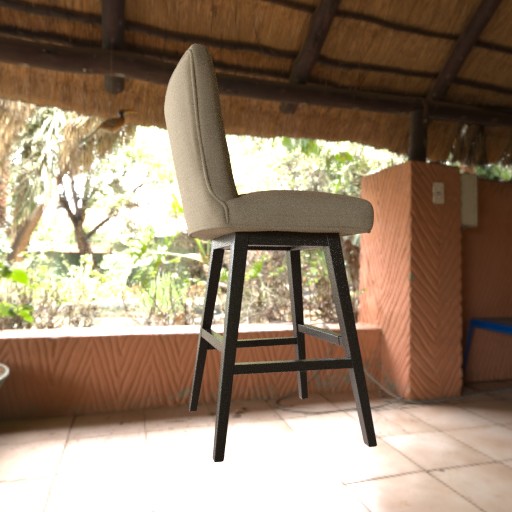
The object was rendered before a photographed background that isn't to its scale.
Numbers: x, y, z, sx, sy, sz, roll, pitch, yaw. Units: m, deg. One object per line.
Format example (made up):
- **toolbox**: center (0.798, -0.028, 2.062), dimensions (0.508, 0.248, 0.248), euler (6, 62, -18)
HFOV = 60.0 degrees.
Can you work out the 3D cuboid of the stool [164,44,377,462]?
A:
- **stool**: center (0.000, 0.000, 1.427), dimensions (0.574, 1.086, 0.514), euler (1, -2, -17)
